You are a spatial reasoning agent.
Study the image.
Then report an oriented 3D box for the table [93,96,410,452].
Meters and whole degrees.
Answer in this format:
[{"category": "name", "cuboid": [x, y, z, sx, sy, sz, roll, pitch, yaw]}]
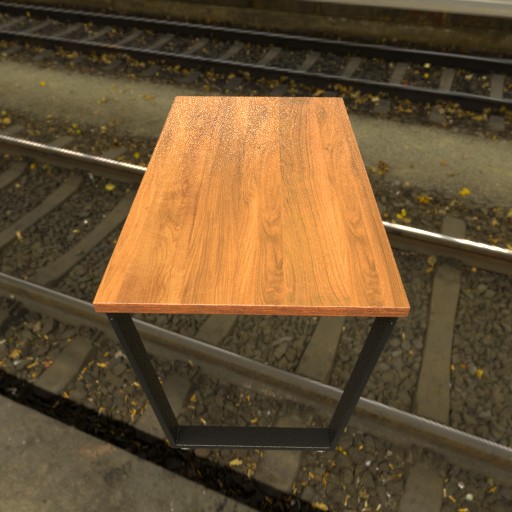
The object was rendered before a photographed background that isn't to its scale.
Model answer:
[{"category": "table", "cuboid": [0.000, 0.000, 1.696, 0.714, 0.760, 1.205, 1, 41, 1]}]
